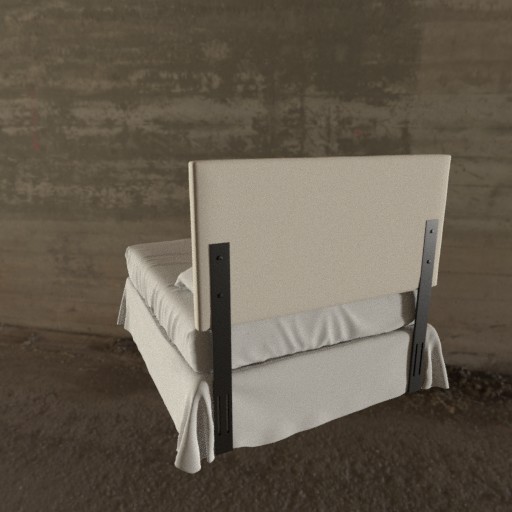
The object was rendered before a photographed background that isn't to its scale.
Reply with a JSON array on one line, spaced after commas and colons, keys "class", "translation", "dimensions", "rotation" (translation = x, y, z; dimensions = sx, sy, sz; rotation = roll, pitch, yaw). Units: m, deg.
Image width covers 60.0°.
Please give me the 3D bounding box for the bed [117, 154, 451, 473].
[{"class": "bed", "translation": [0.000, 0.000, 3.406], "dimensions": [1.936, 1.577, 2.222], "rotation": [-7, 17, -25]}]
